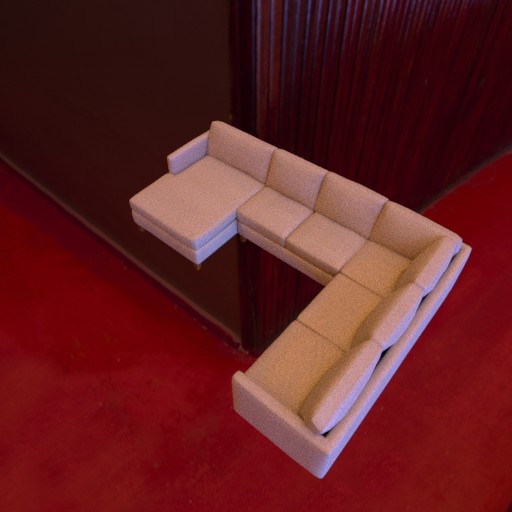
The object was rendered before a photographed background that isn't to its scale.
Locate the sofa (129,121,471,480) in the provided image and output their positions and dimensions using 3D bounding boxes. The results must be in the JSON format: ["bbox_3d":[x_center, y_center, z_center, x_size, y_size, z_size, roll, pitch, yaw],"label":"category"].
[{"bbox_3d":[0.000,0.000,4.619,3.460,0.961,2.594,32,56,25],"label":"sofa"}]
